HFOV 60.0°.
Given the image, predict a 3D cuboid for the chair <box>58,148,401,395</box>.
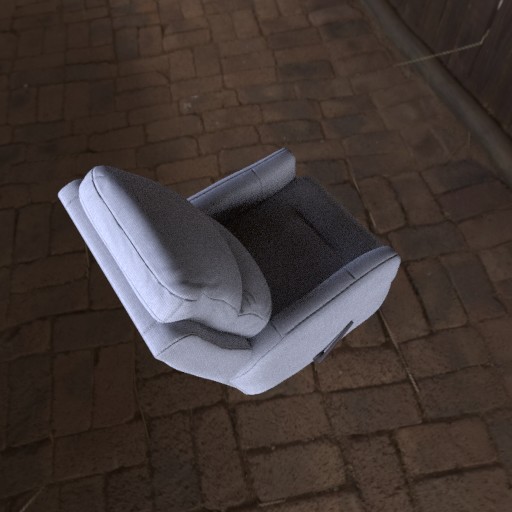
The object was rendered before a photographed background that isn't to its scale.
[{"bbox_3d":[0.000,0.000,1.777,1.080,1.030,0.829,-30,62,-18],"label":"chair"}]
